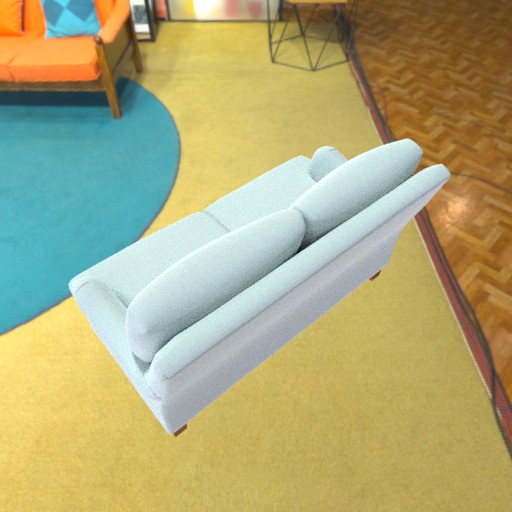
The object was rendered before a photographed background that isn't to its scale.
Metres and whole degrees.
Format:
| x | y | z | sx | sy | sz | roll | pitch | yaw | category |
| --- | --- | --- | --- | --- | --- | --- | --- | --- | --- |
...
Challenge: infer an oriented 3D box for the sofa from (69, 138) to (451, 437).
| x | y | z | sx | sy | sz | roll | pitch | yaw | category |
| --- | --- | --- | --- | --- | --- | --- | --- | --- | --- |
| 0.000 | 0.000 | 2.506 | 1.853 | 1.101 | 1.084 | -33 | 55 | -26 | sofa |
